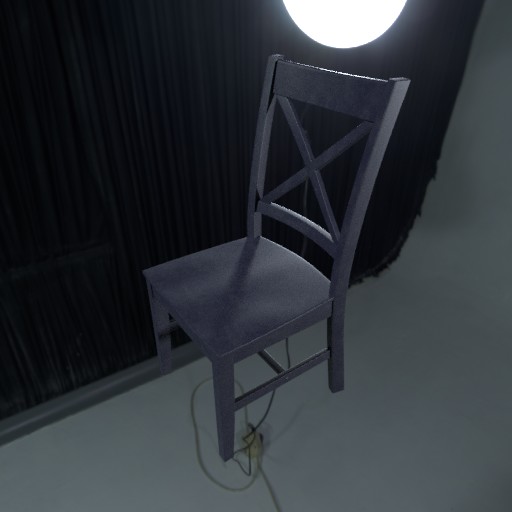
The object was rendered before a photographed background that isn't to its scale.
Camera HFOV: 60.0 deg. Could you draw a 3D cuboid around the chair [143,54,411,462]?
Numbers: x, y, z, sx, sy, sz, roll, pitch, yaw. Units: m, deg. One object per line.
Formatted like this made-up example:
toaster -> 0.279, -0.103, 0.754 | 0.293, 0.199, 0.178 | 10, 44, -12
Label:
chair -> 0.000, 0.000, 1.283 | 0.542, 0.983, 0.485 | -20, 37, -29
